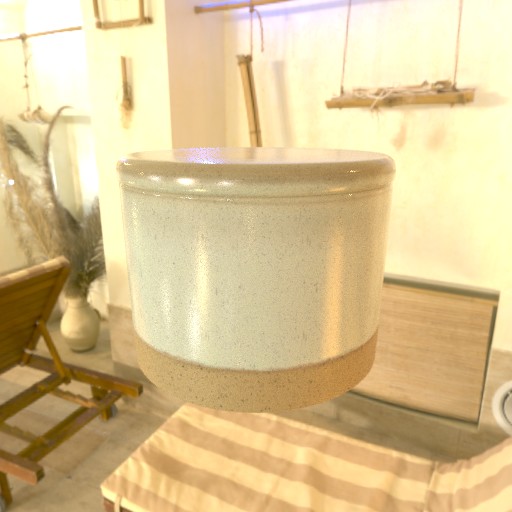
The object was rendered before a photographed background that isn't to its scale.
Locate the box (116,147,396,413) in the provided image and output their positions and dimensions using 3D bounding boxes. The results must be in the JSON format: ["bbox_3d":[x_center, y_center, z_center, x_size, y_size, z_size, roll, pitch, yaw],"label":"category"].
[{"bbox_3d":[0.000,0.000,0.270,0.154,0.123,0.154,0,16,0],"label":"box"}]
